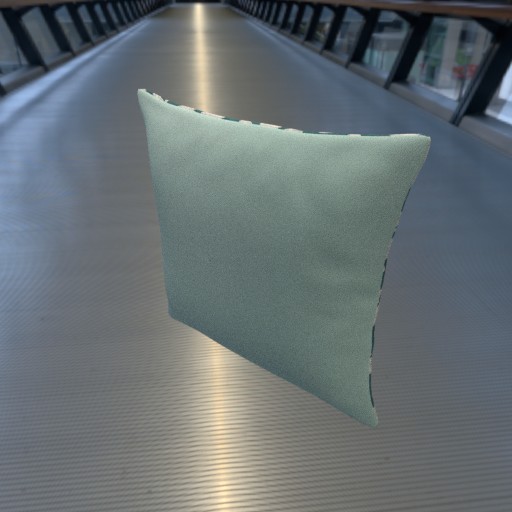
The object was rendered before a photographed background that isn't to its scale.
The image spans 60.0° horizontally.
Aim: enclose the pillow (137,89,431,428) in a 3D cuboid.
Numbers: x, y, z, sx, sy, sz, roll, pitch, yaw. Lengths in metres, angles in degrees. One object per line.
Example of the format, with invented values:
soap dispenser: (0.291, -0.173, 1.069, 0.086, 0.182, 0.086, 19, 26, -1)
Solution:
pillow: (0.000, 0.000, 0.780, 0.525, 0.508, 0.166, 21, 36, 32)
